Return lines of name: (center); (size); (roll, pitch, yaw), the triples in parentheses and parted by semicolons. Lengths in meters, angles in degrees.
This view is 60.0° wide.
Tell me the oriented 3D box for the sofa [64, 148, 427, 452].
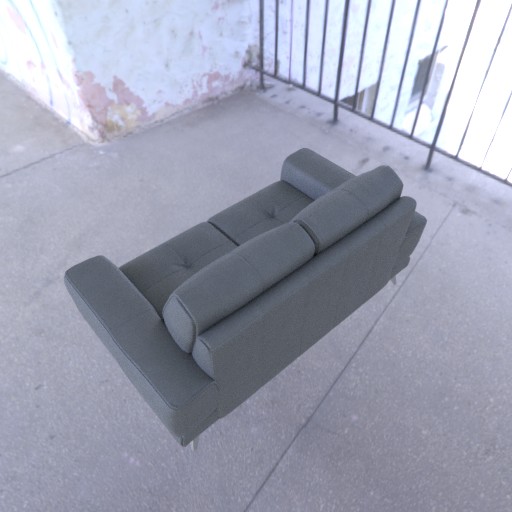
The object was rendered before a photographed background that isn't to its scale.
sofa: (0.000, 0.000, 2.456); (1.806, 0.907, 1.018); (-32, 54, -27)
